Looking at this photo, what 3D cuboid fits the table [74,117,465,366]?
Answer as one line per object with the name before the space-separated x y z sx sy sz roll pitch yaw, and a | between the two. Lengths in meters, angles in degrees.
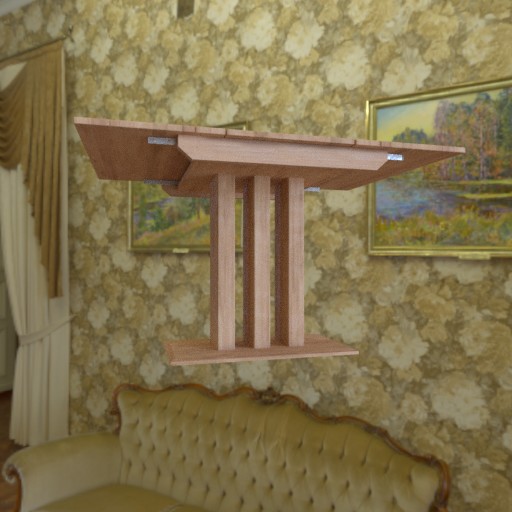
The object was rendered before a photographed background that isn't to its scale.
table | 0.000 0.000 1.837 1.300 0.770 0.900 0 0 -15
